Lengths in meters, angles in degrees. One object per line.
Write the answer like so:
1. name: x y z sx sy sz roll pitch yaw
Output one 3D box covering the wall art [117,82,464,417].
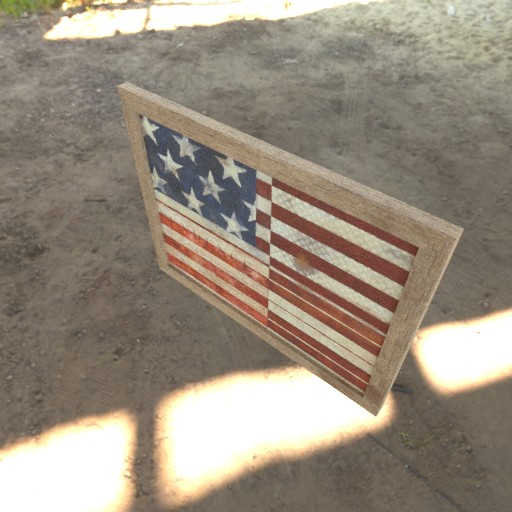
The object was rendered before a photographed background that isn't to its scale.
1. wall art: 0.000 0.000 0.924 0.690 0.535 0.026 30 53 26
